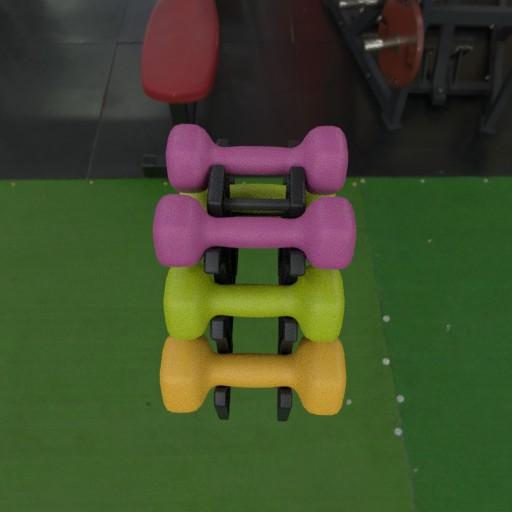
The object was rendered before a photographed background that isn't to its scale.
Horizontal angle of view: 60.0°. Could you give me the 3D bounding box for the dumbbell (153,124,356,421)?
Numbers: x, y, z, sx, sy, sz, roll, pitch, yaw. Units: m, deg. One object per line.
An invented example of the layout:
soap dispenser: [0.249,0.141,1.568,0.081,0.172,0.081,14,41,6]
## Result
dumbbell: [0.000,0.000,0.471,0.190,0.271,0.300,1,59,1]
